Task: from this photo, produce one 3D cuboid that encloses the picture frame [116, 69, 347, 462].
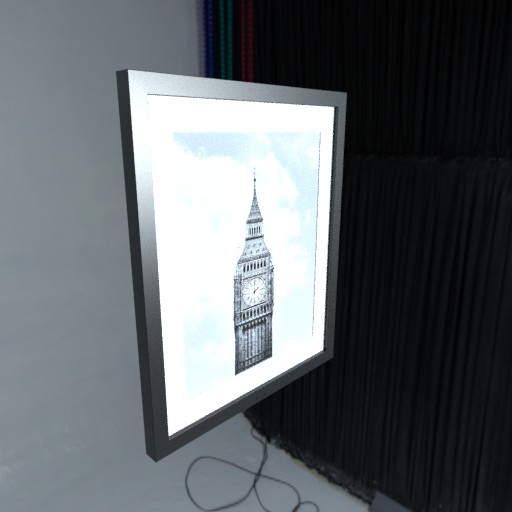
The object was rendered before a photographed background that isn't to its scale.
[{"bbox_3d":[0.000,0.000,0.766,0.028,0.556,0.460,15,22,43],"label":"picture frame"}]
